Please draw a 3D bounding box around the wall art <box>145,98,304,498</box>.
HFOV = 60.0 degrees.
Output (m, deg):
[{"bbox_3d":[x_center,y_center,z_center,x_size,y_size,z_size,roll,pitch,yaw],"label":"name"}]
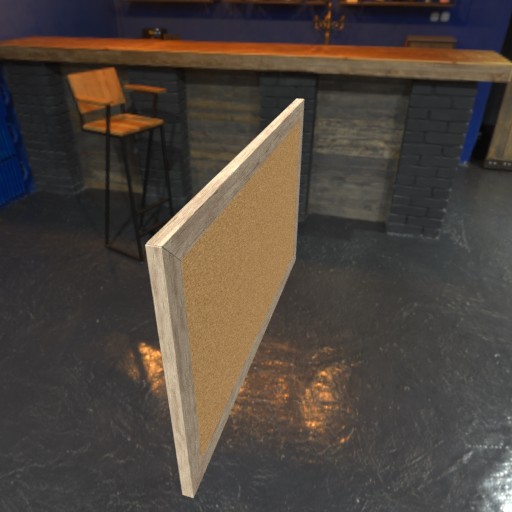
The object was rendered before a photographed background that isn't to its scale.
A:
[{"bbox_3d":[0.000,0.000,0.929,0.021,0.480,0.780,9,32,14],"label":"wall art"}]
